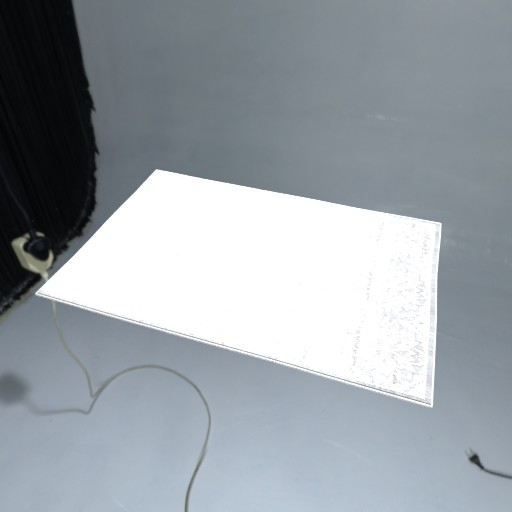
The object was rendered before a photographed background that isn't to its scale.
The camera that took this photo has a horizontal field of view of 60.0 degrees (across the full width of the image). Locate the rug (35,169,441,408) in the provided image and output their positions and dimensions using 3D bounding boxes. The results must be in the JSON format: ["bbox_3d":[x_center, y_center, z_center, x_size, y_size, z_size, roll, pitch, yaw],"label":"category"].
[{"bbox_3d":[0.000,0.000,3.496,2.746,0.018,1.819,13,43,14],"label":"rug"}]
